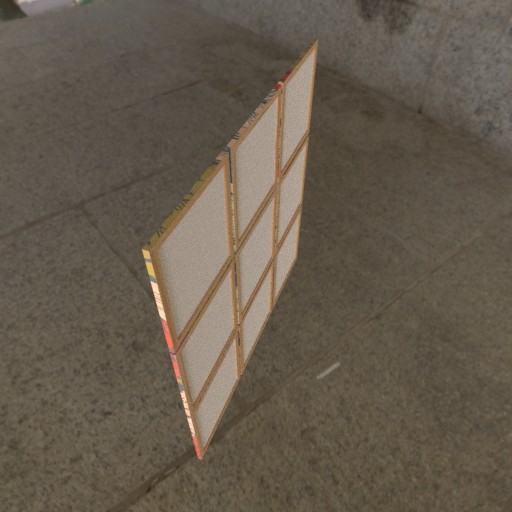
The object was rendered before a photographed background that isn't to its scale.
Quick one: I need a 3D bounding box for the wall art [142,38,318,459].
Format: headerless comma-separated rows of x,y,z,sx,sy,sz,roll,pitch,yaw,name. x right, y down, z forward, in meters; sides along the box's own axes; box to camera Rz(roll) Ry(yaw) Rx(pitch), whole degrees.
0.000,0.000,1.305,0.013,0.913,0.904,17,49,15,wall art
